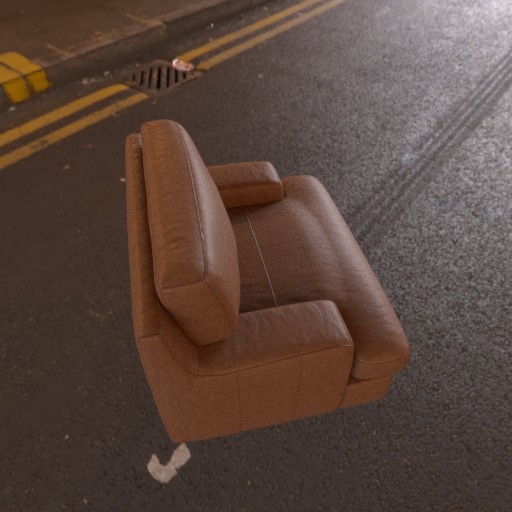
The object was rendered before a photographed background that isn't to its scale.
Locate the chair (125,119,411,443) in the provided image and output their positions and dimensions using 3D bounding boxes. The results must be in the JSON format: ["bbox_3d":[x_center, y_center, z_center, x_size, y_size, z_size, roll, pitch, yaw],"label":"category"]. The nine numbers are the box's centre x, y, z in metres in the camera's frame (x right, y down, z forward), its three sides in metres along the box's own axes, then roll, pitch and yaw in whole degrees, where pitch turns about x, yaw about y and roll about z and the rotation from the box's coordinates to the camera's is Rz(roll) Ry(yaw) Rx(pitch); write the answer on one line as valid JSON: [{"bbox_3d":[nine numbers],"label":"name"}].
[{"bbox_3d":[0.000,0.000,2.046,1.050,0.978,1.276,-9,46,-9],"label":"chair"}]
